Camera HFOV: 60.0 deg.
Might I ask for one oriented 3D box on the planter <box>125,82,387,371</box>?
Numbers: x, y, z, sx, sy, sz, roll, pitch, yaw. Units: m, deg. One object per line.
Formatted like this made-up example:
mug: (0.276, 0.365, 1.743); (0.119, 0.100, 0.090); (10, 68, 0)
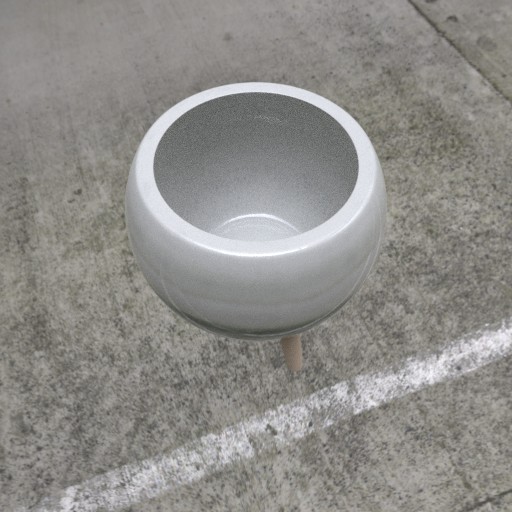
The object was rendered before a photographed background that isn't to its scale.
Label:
planter: (0.000, 0.000, 0.451); (0.222, 0.278, 0.222); (0, 57, 0)
